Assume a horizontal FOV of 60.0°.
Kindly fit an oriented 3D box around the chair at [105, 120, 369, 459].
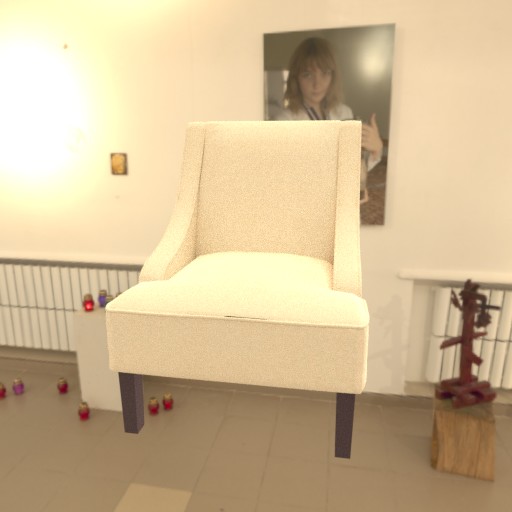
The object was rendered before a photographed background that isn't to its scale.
[{"bbox_3d":[0.000,0.000,1.458,0.689,0.886,0.806,2,14,10],"label":"chair"}]
